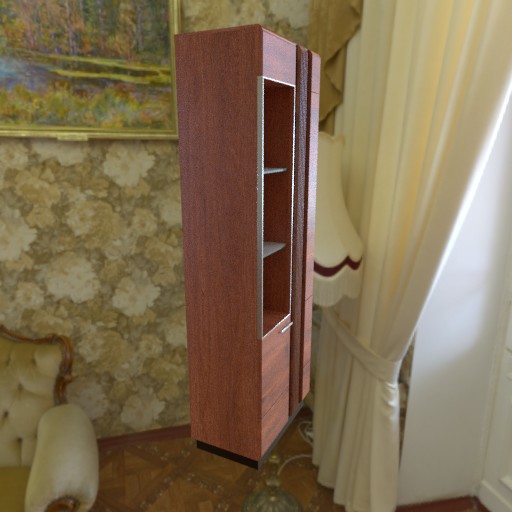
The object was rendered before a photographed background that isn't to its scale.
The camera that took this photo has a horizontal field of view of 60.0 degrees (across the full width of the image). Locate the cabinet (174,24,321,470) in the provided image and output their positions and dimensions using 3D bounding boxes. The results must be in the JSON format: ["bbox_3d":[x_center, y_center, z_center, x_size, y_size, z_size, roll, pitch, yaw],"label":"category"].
[{"bbox_3d":[0.000,0.000,2.259,0.420,1.980,0.660,7,16,26],"label":"cabinet"}]
